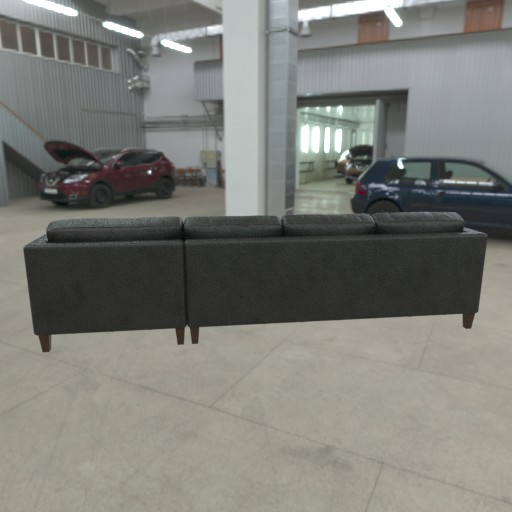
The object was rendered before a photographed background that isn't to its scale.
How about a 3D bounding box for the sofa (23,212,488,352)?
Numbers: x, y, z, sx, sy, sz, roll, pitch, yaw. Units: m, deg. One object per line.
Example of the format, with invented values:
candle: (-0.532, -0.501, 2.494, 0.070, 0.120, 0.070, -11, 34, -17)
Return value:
sofa: (0.000, 0.000, 3.838, 3.203, 0.883, 1.581, -2, 14, -7)
